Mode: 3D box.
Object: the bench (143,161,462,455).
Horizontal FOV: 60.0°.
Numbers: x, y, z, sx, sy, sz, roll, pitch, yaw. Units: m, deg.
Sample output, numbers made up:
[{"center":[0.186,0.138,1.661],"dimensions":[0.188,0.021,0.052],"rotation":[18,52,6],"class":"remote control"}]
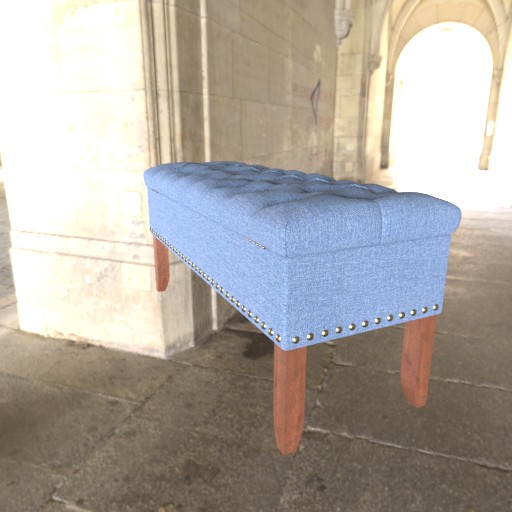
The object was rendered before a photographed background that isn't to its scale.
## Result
[{"center":[0.000,0.000,1.304],"dimensions":[0.417,0.492,1.052],"rotation":[-8,18,-25],"class":"bench"}]
